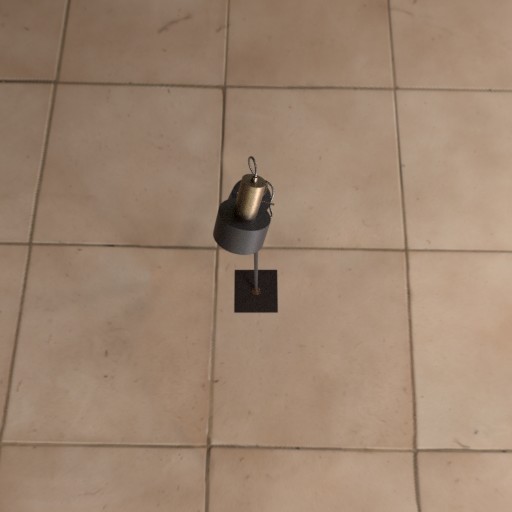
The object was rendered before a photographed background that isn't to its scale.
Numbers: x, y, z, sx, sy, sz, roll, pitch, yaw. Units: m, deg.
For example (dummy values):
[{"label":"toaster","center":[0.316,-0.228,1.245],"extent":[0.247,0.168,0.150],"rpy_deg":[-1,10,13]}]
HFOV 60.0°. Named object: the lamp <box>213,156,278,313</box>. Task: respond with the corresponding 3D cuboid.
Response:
[{"label":"lamp","center":[0.000,0.000,1.673],"extent":[0.233,1.505,0.315],"rpy_deg":[0,76,0]}]
